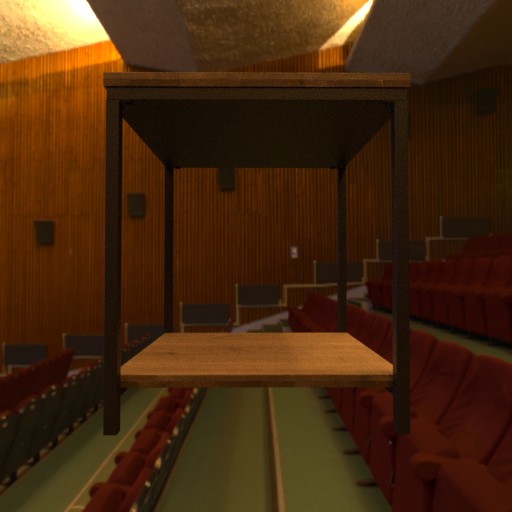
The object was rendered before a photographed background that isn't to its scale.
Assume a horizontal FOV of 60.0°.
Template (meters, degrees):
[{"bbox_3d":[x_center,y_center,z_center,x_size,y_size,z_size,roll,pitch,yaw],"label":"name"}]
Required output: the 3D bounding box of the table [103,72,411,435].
[{"bbox_3d":[0.000,0.000,0.972,0.503,0.589,0.507,0,-1,0],"label":"table"}]
